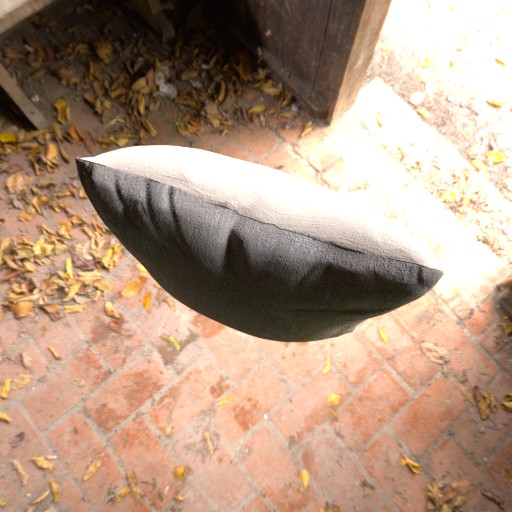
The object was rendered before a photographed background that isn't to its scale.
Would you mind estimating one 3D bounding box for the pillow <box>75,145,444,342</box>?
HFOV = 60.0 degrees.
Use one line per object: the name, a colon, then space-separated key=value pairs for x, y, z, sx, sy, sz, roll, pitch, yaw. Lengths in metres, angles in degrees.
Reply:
pillow: x=0.000 y=0.000 z=0.715 sx=0.450 sy=0.448 sz=0.245 roll=20 pitch=76 yaw=5
